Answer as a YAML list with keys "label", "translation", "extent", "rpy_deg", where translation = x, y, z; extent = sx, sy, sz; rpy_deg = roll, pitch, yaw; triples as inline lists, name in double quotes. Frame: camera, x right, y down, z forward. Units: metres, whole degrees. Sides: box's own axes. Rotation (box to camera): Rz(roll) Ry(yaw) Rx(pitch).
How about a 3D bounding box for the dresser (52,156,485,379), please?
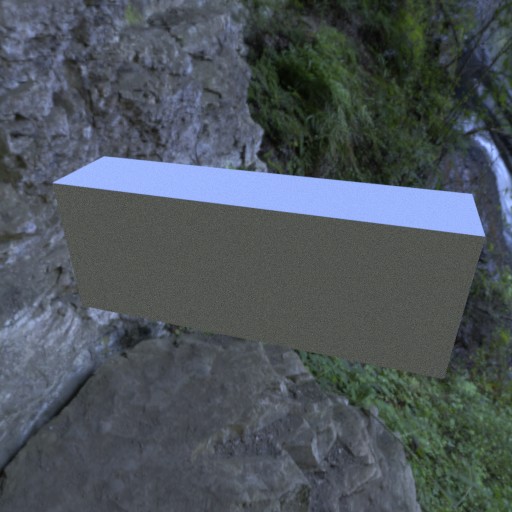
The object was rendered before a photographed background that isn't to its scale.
- label: "dresser"
  translation: [0.000, 0.000, 2.589]
  extent: [2.200, 0.840, 0.500]
  rpy_deg: [9, 31, 15]
